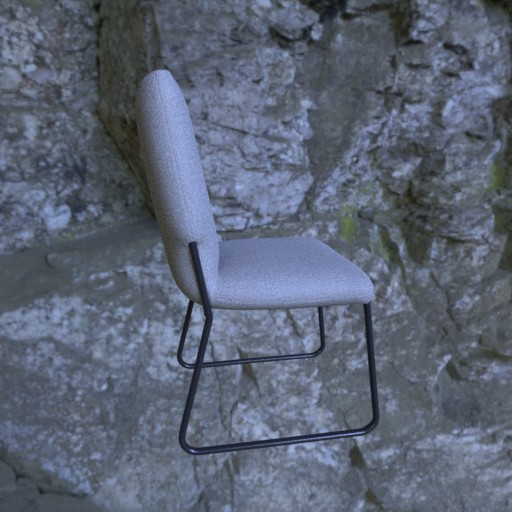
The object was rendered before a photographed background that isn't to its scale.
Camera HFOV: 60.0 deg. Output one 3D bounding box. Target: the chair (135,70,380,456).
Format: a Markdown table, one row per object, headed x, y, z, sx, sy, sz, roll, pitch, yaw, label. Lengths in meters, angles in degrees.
| x | y | z | sx | sy | sz | roll | pitch | yaw | label |
| --- | --- | --- | --- | --- | --- | --- | --- | --- | --- |
| 0.000 | 0.000 | 1.177 | 0.560 | 0.864 | 0.448 | -3 | 15 | -10 | chair |
